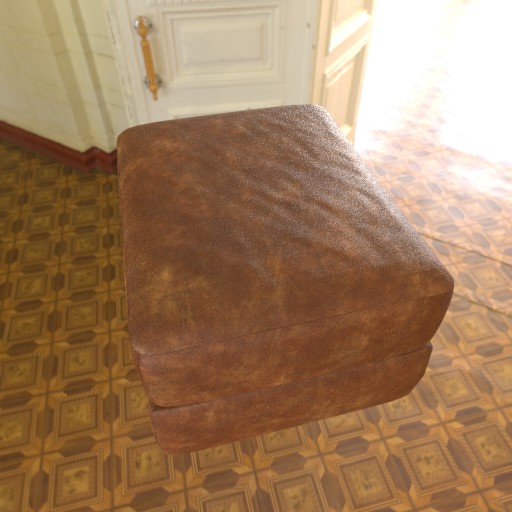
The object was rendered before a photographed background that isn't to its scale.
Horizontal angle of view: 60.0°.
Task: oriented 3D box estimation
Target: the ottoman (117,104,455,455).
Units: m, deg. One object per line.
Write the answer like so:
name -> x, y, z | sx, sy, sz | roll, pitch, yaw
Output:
ottoman -> 0.000, 0.000, 1.112 | 0.603, 0.476, 0.751 | -10, 47, -10
